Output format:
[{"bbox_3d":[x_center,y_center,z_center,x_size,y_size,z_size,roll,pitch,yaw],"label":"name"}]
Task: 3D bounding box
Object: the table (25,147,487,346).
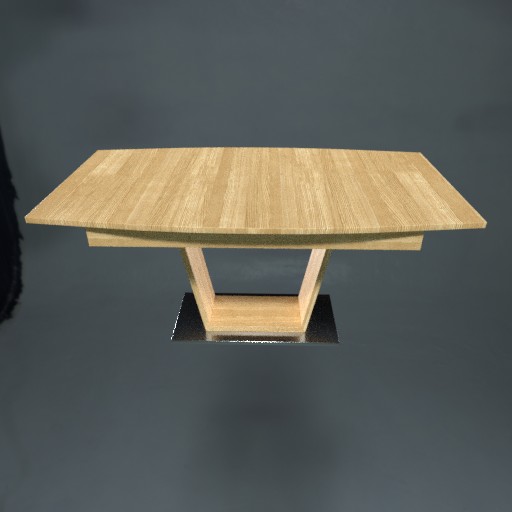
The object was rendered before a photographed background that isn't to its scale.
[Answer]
[{"bbox_3d":[0.000,0.000,2.053,1.598,0.748,0.900,1,31,1],"label":"table"}]
